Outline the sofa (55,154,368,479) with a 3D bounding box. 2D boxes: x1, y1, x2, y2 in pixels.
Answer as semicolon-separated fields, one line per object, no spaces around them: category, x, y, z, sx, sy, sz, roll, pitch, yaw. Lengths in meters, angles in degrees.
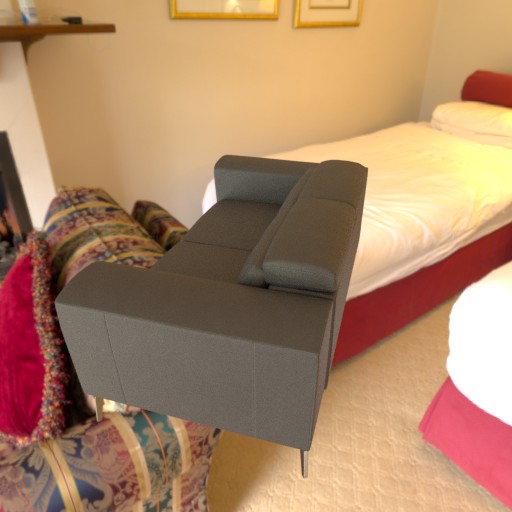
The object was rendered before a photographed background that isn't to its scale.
sofa;0.000;0.000;2.373;1.003;0.779;1.895;9;31;15
